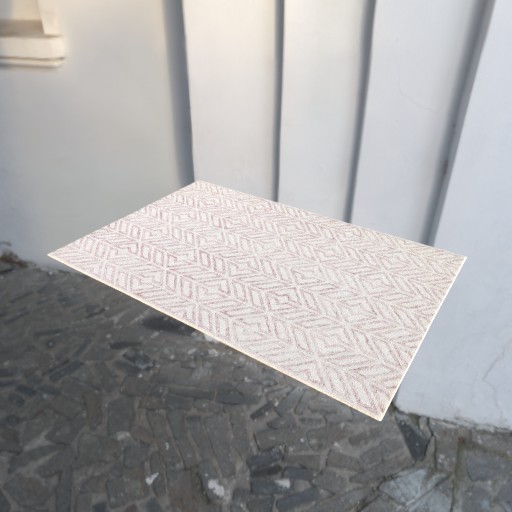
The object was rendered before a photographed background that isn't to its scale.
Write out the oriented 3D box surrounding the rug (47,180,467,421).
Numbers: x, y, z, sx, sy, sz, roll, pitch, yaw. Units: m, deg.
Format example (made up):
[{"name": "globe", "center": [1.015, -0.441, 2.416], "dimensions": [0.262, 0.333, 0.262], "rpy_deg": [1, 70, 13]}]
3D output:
[{"name": "rug", "center": [0.000, 0.000, 2.321], "dimensions": [1.828, 0.007, 1.220], "rpy_deg": [20, 37, 28]}]
